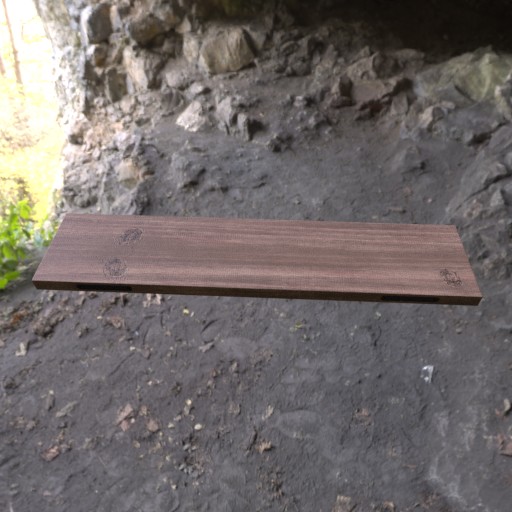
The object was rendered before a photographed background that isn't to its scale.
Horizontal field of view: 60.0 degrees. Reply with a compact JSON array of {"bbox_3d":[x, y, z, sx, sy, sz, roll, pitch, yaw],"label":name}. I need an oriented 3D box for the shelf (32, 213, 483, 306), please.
[{"bbox_3d":[0.000,0.000,0.653,0.610,0.020,0.140,2,47,2],"label":"shelf"}]
